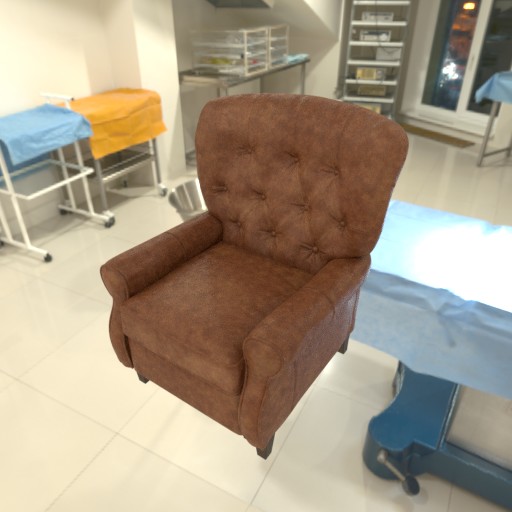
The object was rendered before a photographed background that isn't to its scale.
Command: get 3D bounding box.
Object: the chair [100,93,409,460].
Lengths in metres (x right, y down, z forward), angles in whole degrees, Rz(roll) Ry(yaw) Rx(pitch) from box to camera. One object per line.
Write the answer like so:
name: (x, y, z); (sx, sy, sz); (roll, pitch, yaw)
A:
chair: (0.000, 0.000, 1.876); (0.951, 1.164, 1.059); (20, 37, 29)
